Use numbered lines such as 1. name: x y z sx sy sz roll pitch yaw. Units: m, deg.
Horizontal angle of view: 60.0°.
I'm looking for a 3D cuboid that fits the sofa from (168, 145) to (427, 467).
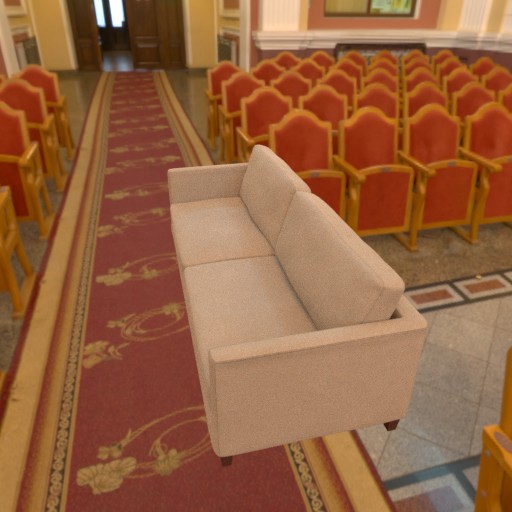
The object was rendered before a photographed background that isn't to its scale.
1. sofa: 0.000 0.000 2.912 0.988 0.912 2.404 -7 30 -12
